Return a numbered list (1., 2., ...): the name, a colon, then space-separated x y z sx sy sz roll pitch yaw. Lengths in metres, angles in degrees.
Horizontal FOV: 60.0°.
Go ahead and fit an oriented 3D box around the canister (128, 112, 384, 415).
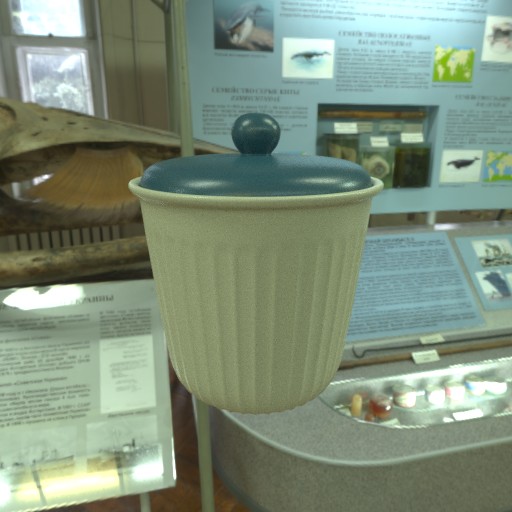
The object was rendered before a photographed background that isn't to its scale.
1. canister: 0.000 0.000 0.342 0.181 0.211 0.181 0 16 0
